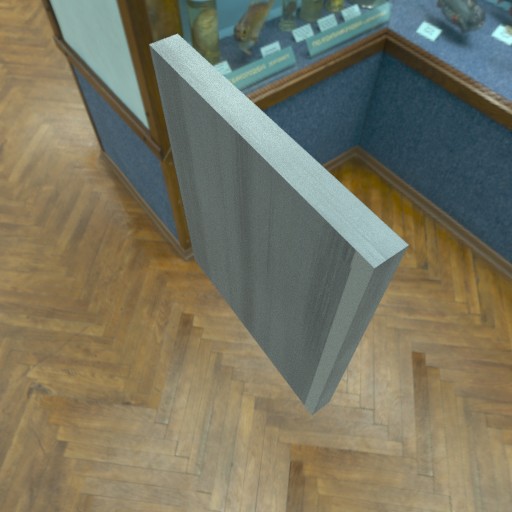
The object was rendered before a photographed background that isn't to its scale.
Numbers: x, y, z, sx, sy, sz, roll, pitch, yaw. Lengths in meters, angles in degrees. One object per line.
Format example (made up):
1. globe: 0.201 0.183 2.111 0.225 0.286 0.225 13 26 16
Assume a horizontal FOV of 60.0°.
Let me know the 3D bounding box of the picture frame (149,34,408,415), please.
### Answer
1. picture frame: 0.000 0.000 0.755 0.046 0.555 0.449 -31 62 -19
